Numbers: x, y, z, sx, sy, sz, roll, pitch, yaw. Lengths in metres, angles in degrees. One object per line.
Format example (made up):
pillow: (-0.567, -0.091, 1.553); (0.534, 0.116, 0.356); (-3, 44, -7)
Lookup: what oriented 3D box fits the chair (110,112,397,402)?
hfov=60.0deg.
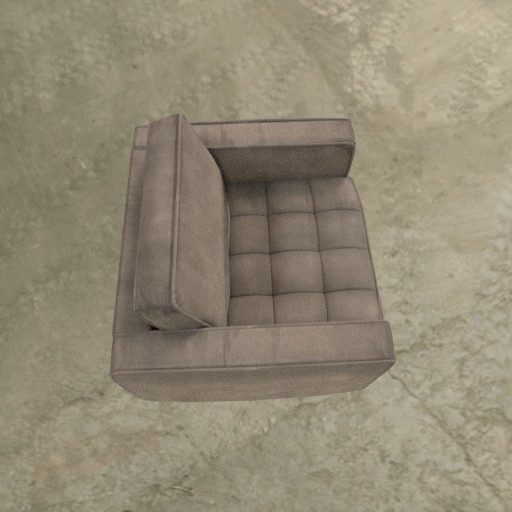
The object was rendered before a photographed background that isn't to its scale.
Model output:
chair: (0.000, 0.000, 1.558); (0.843, 0.773, 0.928); (-2, 63, -1)
